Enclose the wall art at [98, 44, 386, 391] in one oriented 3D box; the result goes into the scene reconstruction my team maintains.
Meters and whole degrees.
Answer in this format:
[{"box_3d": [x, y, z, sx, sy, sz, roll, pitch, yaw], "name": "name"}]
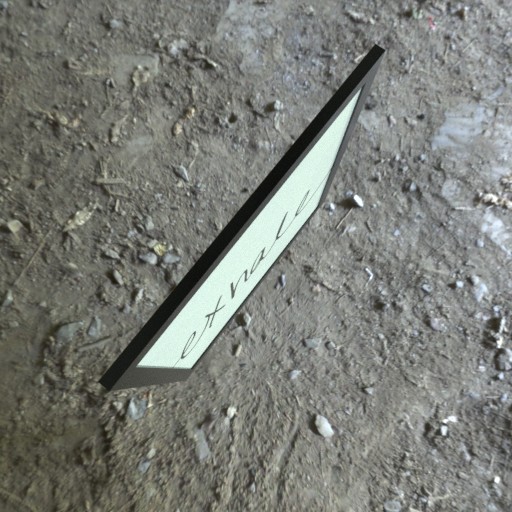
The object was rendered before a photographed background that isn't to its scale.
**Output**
[{"box_3d": [0.000, 0.000, 0.652, 0.014, 0.445, 0.446, 36, 78, 9], "name": "wall art"}]
